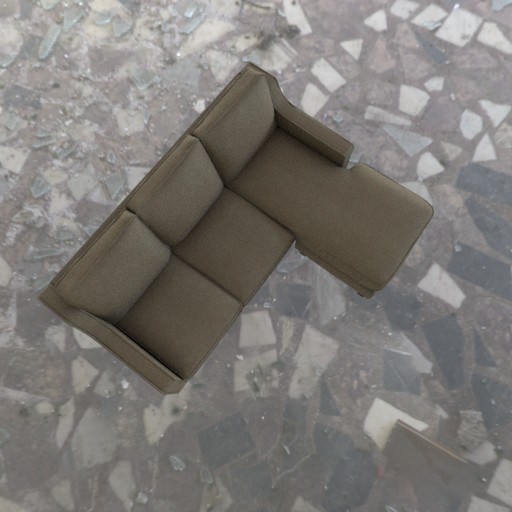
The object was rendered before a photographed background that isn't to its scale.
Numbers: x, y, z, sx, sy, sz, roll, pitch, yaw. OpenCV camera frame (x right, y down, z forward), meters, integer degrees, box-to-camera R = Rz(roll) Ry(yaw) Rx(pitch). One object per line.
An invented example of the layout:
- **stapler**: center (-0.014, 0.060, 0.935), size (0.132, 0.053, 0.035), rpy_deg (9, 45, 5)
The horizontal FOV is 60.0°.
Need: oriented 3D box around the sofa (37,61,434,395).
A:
- **sofa**: center (0.000, 0.000, 3.317), size (1.858, 1.081, 2.317), rpy_deg (35, 77, 9)
